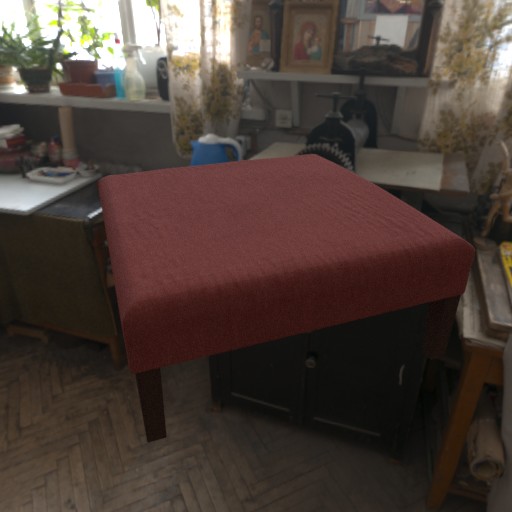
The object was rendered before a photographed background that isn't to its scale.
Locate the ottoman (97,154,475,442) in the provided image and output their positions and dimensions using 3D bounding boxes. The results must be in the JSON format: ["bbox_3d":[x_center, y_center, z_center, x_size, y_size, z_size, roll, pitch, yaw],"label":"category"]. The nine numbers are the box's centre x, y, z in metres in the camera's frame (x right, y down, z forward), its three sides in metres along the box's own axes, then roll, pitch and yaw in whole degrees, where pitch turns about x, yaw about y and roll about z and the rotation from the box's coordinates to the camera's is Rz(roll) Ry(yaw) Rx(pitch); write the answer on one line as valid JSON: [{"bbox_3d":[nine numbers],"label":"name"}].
[{"bbox_3d":[0.000,0.000,1.440,0.889,0.411,0.890,-10,31,-18],"label":"ottoman"}]
